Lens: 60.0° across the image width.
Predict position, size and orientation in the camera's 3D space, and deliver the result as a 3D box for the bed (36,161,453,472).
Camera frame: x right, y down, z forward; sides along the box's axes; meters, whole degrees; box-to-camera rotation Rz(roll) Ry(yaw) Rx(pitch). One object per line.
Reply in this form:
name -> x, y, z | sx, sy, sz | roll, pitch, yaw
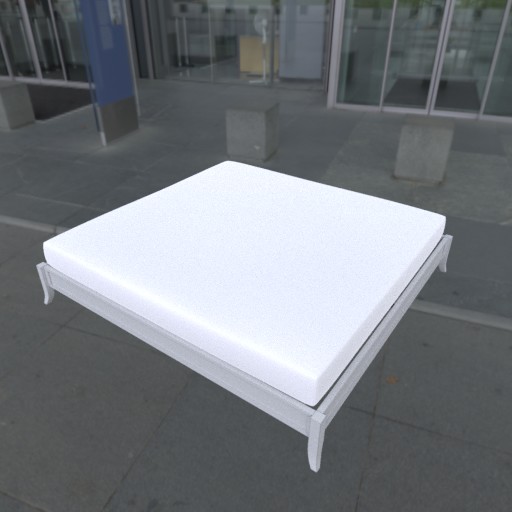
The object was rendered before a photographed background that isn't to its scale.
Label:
bed -> 0.000, 0.000, 3.054 | 2.108, 0.510, 2.007 | 21, 37, 30
